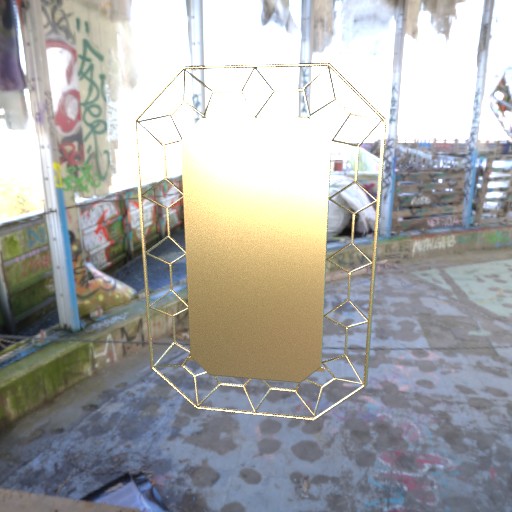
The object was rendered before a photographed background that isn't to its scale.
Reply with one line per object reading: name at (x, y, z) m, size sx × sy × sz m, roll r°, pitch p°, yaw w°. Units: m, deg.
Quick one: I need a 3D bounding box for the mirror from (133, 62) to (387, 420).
mirror at (0.000, 0.000, 1.092) m, size 0.572 × 0.870 × 0.051 m, roll 2°, pitch 16°, yaw 9°
